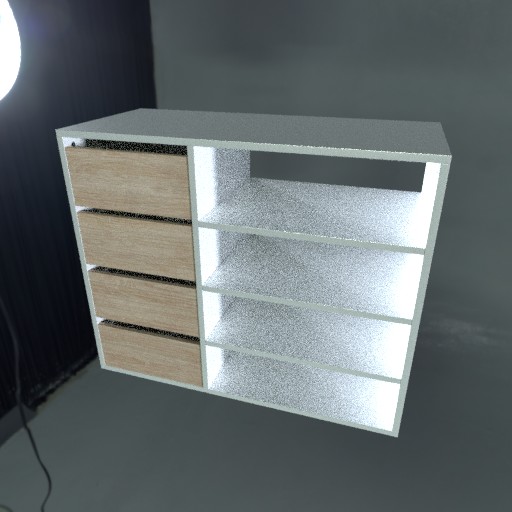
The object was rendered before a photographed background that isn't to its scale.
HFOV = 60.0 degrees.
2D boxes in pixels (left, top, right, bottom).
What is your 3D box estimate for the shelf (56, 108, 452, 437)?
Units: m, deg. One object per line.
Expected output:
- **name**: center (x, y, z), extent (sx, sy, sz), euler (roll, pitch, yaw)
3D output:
- **shelf**: center (0.000, 0.000, 1.281), extent (0.895, 0.732, 0.396), euler (8, 27, 16)
